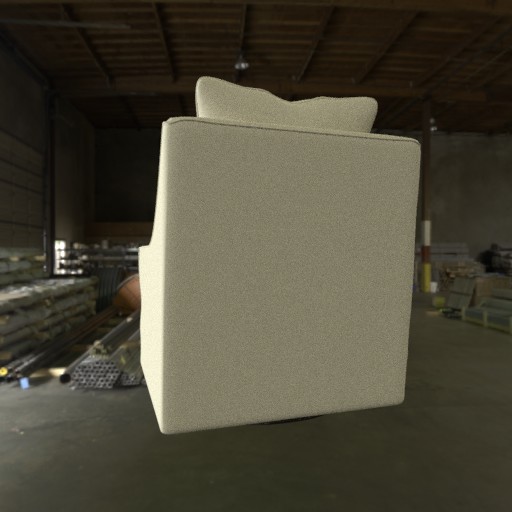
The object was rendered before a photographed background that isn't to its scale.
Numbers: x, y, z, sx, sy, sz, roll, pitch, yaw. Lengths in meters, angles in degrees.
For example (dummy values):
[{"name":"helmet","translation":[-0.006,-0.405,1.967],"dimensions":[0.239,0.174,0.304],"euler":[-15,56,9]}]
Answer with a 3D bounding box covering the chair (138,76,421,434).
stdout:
[{"name":"chair","translation":[0.000,0.000,1.577],"dimensions":[0.756,0.965,0.876],"euler":[0,1,-19]}]
